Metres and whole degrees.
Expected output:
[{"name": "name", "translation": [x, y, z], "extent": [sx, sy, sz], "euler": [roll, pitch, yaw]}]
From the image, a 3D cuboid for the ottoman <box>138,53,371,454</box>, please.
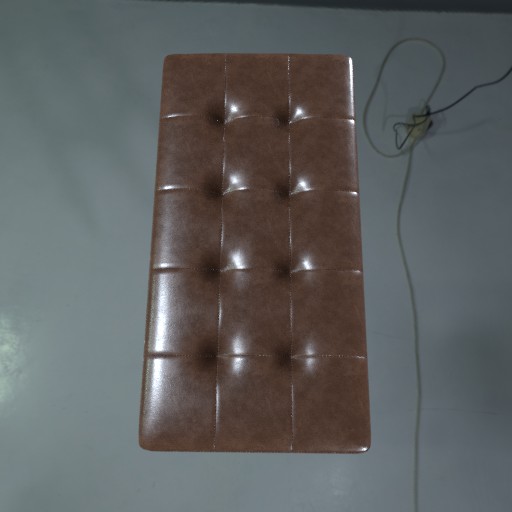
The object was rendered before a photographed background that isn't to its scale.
[{"name": "ottoman", "translation": [0.000, 0.000, 1.096], "extent": [0.432, 0.470, 0.838], "euler": [1, 76, 0]}]
